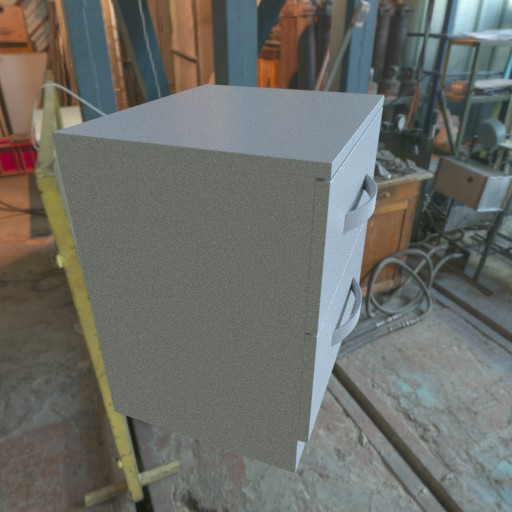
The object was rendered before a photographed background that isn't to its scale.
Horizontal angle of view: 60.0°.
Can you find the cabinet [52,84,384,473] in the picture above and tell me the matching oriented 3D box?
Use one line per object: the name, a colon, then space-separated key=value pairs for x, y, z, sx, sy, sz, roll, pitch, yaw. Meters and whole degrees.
cabinet: x=0.000 y=0.000 z=0.742 sx=0.360 sy=0.470 sz=0.400 roll=11 pitch=31 yaw=18
